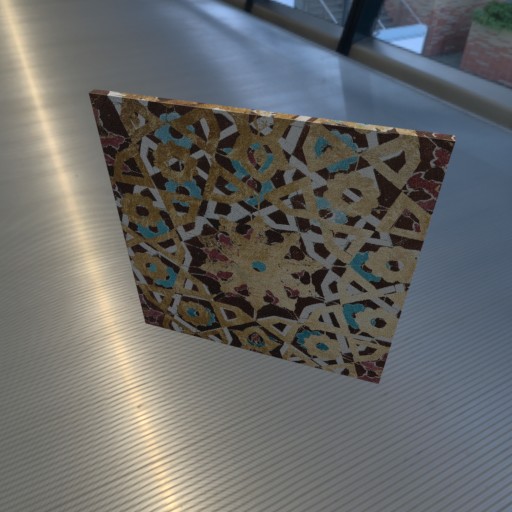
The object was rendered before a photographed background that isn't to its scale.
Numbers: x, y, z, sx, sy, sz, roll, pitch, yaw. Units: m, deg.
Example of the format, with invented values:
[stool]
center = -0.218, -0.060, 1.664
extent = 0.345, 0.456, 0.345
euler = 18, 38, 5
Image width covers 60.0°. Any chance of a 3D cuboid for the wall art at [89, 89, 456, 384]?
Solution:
[wall art]
center = 0.000, 0.000, 1.136
extent = 0.757, 0.762, 0.028
euler = 12, 42, 13
